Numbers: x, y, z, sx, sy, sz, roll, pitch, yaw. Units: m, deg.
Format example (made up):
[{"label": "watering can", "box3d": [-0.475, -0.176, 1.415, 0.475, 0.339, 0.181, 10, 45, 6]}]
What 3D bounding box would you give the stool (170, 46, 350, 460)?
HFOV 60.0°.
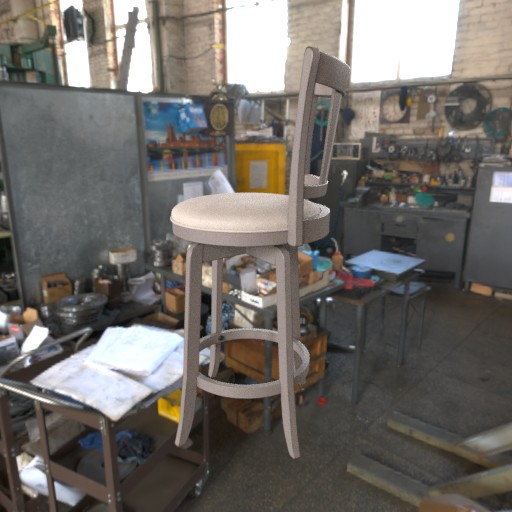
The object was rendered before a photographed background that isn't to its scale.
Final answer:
[{"label": "stool", "box3d": [0.000, 0.000, 1.271, 0.475, 1.023, 0.436, 2, 16, 8]}]
